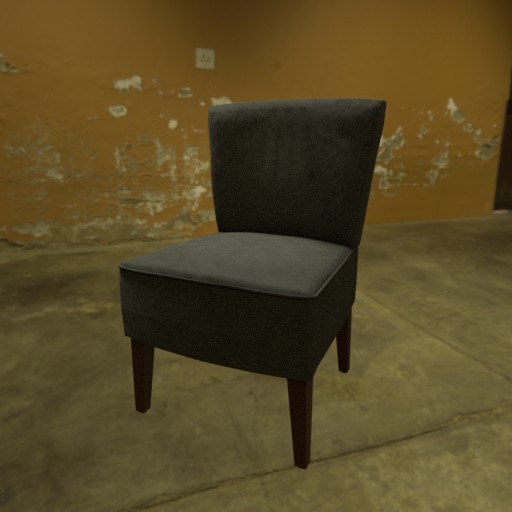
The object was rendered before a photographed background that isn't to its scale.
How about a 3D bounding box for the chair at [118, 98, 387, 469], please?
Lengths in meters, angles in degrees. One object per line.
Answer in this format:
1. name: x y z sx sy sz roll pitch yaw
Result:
1. chair: 0.000 0.000 1.162 0.521 0.806 0.554 7 17 26
